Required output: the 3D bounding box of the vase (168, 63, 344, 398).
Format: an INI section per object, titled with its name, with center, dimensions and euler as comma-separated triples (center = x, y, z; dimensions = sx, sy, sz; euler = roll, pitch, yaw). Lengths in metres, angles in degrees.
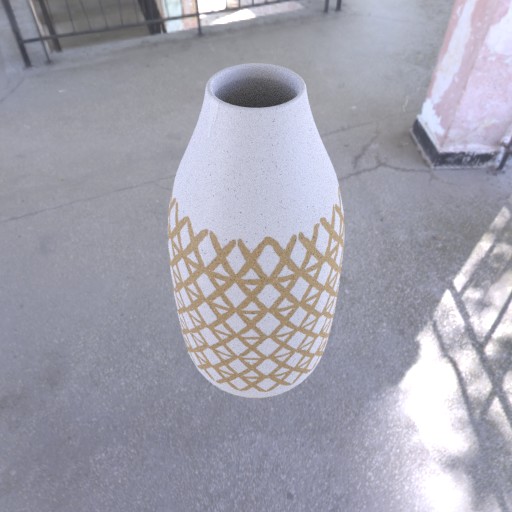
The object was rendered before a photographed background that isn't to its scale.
[vase]
center = 0.000, 0.000, 0.473
dimensions = 0.186, 0.380, 0.186
euler = 0, 47, 0
